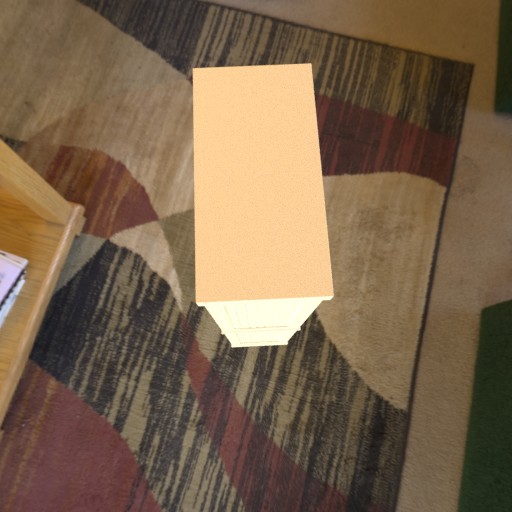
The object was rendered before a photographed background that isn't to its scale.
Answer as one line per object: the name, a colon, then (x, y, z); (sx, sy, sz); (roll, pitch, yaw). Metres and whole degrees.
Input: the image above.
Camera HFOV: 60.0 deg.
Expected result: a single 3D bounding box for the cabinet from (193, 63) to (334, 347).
cabinet: (0.000, 0.000, 2.193); (0.390, 1.829, 0.754); (-3, 75, -1)
